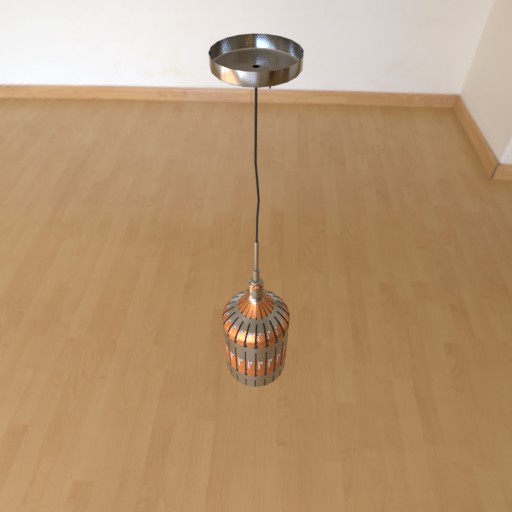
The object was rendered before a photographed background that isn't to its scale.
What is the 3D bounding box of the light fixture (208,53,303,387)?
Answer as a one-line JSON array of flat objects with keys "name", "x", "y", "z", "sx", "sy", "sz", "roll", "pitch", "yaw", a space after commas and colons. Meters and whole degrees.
[{"name": "light fixture", "x": 0.000, "y": 0.000, "z": 1.707, "sx": 0.303, "sy": 1.535, "sz": 0.303, "roll": 0, "pitch": 46, "yaw": 0}]
